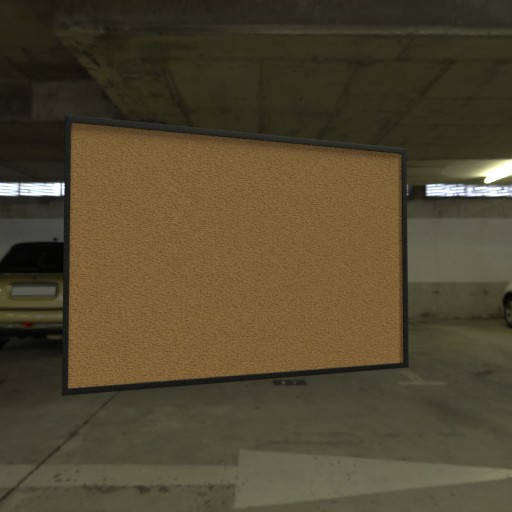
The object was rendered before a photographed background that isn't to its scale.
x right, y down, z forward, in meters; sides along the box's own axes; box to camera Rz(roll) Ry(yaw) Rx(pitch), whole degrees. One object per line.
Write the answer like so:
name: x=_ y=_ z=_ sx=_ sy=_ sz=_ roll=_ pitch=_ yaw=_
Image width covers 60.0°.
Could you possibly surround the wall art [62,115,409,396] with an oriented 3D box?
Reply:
wall art: x=0.000 y=0.000 z=0.832 sx=0.664 sy=0.458 sz=0.013 roll=1 pitch=-2 yaw=-18
